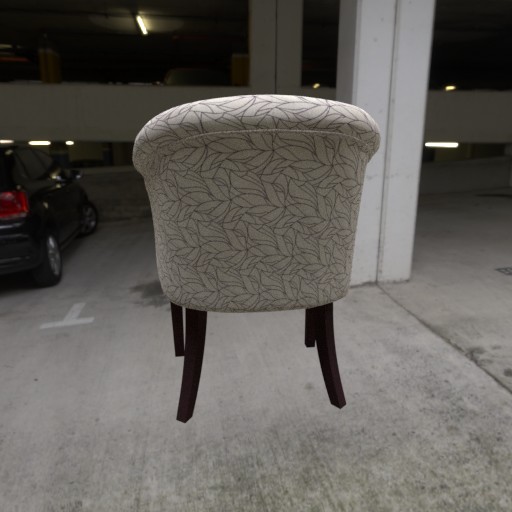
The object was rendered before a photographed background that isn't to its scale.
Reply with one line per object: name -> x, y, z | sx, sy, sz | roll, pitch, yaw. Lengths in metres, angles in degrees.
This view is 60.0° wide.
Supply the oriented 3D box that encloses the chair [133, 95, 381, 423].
chair -> 0.000, 0.000, 1.318 | 0.686, 0.858, 0.613 | -2, 15, -8
